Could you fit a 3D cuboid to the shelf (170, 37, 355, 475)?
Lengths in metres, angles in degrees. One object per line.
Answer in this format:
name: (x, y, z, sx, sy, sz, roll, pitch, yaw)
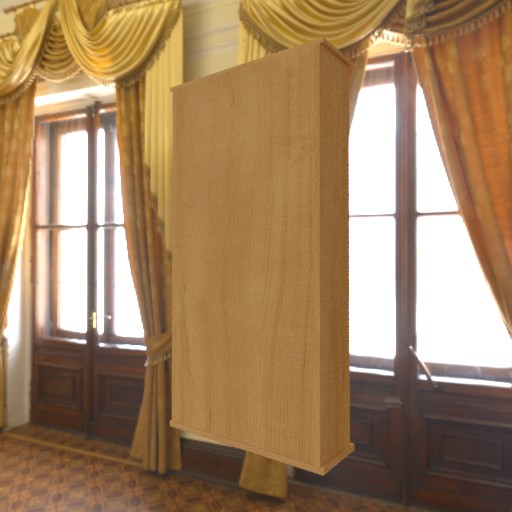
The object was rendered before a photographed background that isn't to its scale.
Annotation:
shelf: (0.000, 0.000, 1.260, 0.520, 1.030, 0.175, 0, 0, 36)
